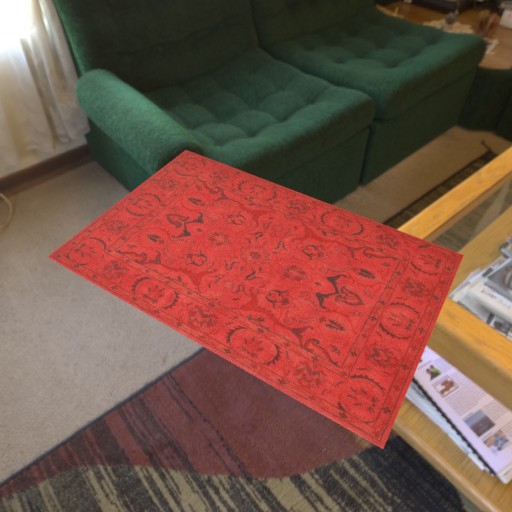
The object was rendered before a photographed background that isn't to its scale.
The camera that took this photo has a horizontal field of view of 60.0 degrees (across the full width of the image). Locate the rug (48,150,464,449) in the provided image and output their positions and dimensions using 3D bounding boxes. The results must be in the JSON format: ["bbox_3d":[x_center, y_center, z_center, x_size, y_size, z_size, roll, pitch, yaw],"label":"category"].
[{"bbox_3d":[0.000,0.000,3.050,2.423,0.010,1.534,24,51,21],"label":"rug"}]
